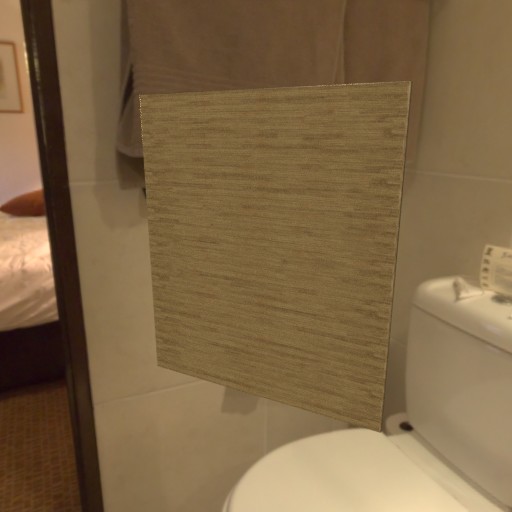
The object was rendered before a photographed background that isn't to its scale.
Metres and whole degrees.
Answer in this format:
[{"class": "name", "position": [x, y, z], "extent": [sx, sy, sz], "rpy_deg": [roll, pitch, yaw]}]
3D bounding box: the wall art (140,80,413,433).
[{"class": "wall art", "position": [0.000, 0.000, 0.788], "extent": [0.483, 0.559, 0.009], "rpy_deg": [8, 17, 27]}]
